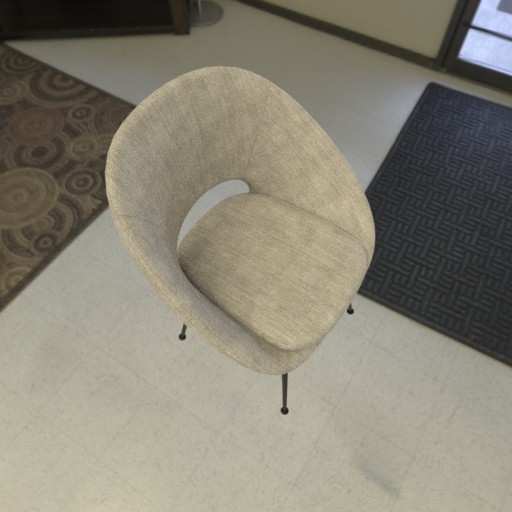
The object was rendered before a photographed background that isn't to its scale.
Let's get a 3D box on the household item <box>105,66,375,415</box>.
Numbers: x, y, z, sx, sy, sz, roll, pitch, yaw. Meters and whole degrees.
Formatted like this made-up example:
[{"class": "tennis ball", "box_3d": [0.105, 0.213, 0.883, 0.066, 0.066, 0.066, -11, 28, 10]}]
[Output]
[{"class": "household item", "box_3d": [0.000, 0.000, 1.262, 0.587, 0.869, 0.643, 31, 63, 18]}]
